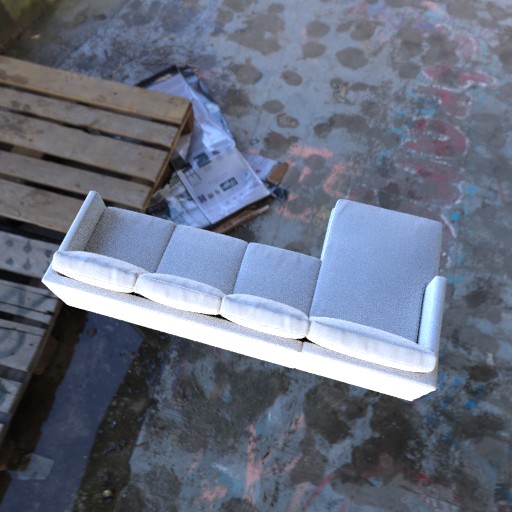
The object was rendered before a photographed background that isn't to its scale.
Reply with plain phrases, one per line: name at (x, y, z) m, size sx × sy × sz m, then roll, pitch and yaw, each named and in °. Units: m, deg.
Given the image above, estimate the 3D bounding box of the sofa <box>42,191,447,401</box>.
sofa at (0.000, 0.000, 3.958) m, size 3.186 × 0.861 × 1.625 m, roll 14°, pitch 65°, yaw 7°
